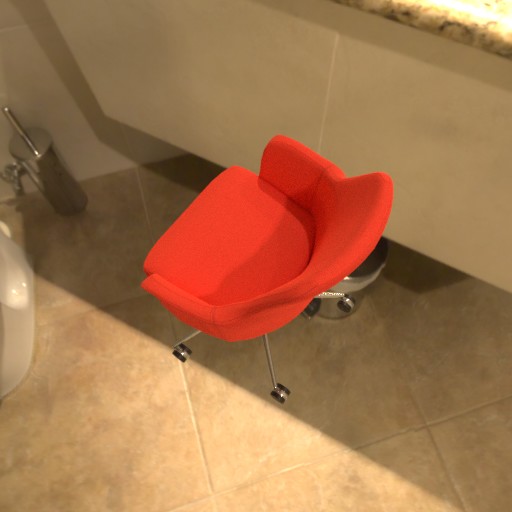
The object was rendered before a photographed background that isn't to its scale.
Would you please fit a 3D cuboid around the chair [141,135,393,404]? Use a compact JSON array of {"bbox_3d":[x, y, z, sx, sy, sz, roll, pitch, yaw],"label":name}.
[{"bbox_3d":[0.000,0.000,1.279,0.600,0.820,0.655,33,69,15],"label":"chair"}]
